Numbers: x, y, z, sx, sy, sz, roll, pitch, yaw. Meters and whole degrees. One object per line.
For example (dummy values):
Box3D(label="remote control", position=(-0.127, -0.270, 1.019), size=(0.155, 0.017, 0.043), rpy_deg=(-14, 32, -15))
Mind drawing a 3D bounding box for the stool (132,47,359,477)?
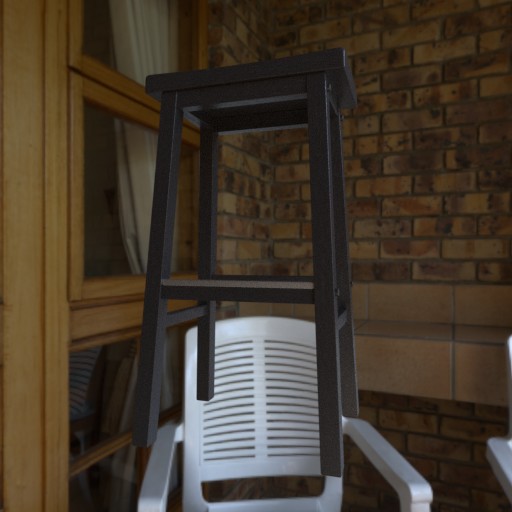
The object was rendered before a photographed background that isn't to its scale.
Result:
Box3D(label="stool", position=(0.000, 0.000, 0.955), size=(0.406, 0.742, 0.322), rpy_deg=(0, 0, 18))
